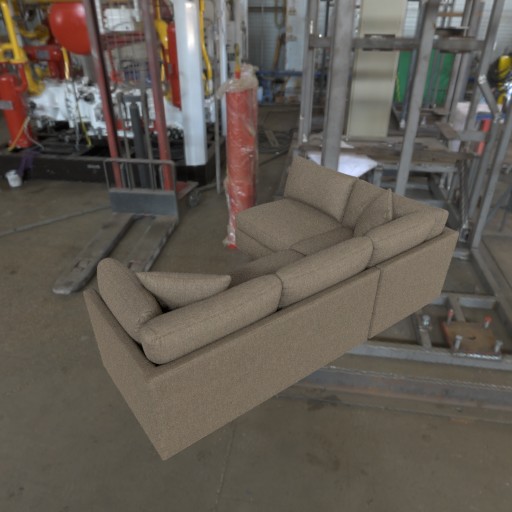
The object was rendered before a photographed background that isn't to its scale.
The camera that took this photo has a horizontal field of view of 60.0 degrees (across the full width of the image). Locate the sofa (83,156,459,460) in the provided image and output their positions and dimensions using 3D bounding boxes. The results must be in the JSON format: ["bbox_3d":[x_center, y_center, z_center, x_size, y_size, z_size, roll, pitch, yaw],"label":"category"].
[{"bbox_3d":[0.000,0.000,3.845,2.896,0.978,1.994,-21,36,-31],"label":"sofa"}]
